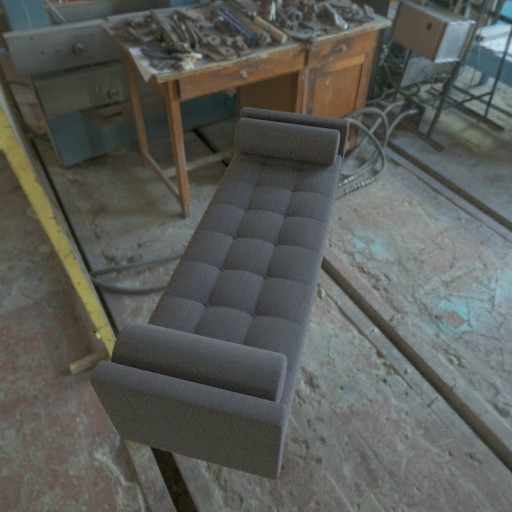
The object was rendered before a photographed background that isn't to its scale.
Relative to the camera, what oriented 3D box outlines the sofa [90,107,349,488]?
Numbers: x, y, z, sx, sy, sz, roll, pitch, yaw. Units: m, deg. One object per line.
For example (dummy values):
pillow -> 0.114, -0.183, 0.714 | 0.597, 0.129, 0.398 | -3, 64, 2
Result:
sofa -> 0.000, 0.000, 2.327 | 0.686, 0.635, 1.981 | 10, 47, 10
